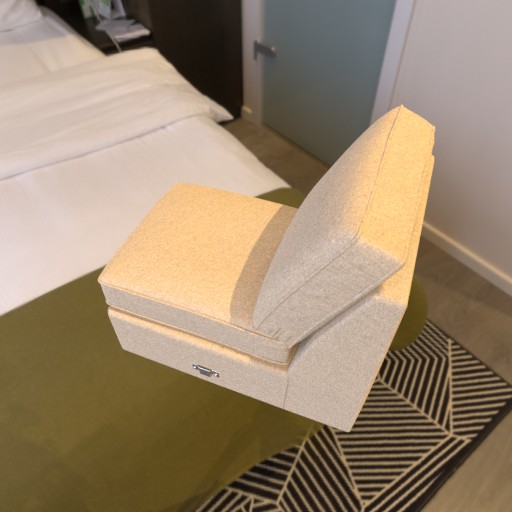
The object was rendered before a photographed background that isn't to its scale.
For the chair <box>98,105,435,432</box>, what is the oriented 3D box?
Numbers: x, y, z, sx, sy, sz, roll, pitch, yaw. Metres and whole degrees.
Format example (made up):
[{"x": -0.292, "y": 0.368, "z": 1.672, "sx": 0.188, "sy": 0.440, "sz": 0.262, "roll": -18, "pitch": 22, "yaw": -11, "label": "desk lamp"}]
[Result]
[{"x": 0.000, "y": 0.000, "z": 1.642, "sx": 1.020, "sy": 1.058, "sz": 0.674, "roll": 16, "pitch": 50, "yaw": 14, "label": "chair"}]
